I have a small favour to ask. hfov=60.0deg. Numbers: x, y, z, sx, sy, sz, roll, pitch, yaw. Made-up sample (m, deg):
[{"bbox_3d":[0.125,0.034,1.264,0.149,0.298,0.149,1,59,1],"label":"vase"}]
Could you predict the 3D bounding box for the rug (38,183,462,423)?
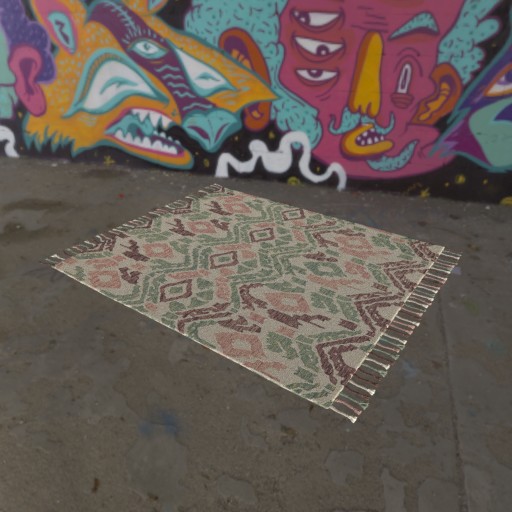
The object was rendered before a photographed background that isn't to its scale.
[{"bbox_3d":[0.000,0.000,4.025,3.048,0.010,2.438,19,35,30],"label":"rug"}]
